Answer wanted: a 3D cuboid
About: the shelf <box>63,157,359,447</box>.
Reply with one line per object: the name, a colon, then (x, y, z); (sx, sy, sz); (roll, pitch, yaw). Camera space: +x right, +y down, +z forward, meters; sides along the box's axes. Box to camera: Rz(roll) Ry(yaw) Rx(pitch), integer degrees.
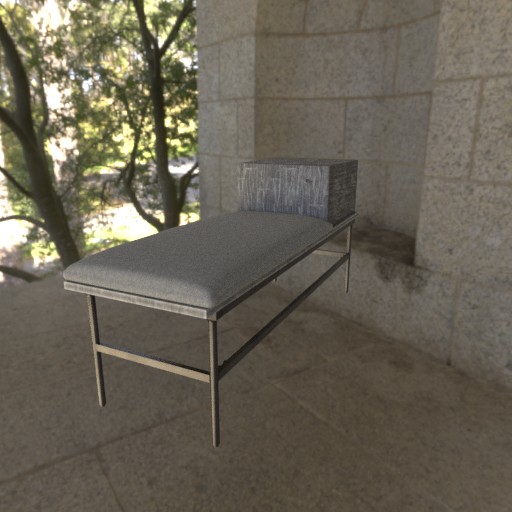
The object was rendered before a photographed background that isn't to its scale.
shelf: (0.000, 0.000, 1.636); (0.457, 0.633, 1.342); (8, 17, 25)
